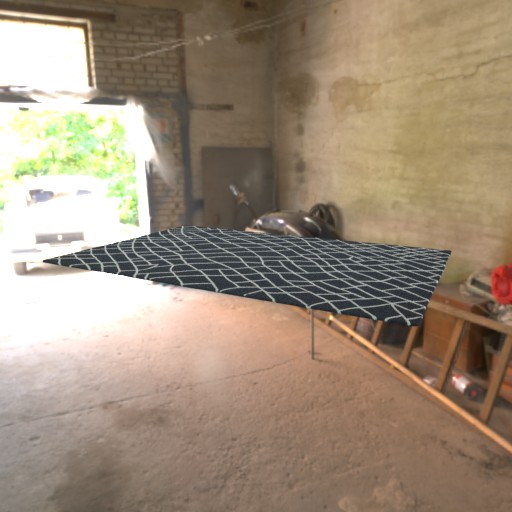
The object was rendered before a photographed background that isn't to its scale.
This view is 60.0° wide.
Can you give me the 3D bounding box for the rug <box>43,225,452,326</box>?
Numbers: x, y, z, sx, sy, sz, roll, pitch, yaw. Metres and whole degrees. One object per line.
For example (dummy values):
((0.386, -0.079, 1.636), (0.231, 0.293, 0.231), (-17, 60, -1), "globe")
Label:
((0.000, 0.000, 2.363), (1.830, 0.013, 1.223), (7, 15, 27), "rug")
